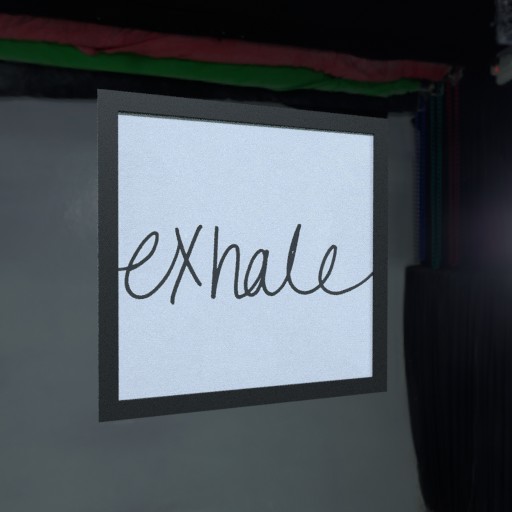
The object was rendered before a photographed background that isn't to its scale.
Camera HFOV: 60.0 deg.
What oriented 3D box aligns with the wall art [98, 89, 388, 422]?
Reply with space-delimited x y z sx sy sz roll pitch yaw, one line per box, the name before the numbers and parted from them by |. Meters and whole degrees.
wall art | 0.000 0.000 0.533 0.358 0.357 0.012 0 1 -17
